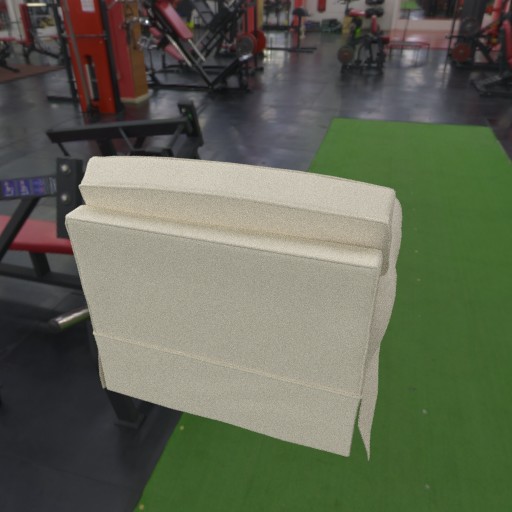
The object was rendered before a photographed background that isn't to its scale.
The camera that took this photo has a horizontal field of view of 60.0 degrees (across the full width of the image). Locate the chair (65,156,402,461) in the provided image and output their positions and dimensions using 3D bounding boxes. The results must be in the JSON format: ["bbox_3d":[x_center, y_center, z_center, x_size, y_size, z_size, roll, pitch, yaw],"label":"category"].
[{"bbox_3d":[0.000,0.000,1.779,1.099,0.958,0.904,10,32,15],"label":"chair"}]
